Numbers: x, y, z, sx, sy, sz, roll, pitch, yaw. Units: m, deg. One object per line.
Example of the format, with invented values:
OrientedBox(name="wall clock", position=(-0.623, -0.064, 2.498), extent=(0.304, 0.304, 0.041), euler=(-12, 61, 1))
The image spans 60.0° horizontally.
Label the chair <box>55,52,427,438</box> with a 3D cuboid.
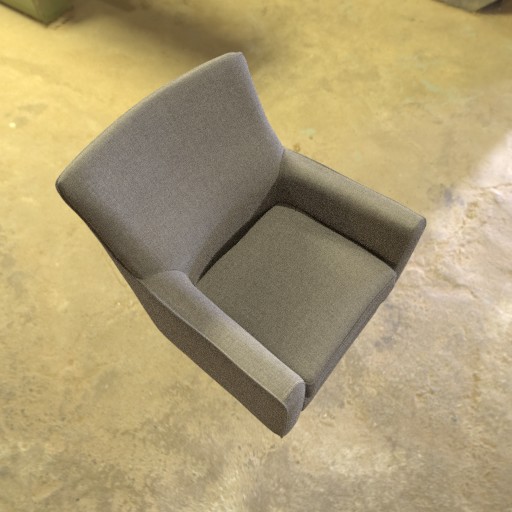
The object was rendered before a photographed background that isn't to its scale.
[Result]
OrientedBox(name="chair", position=(0.000, 0.000, 1.776), extent=(0.993, 1.047, 0.887), euler=(34, 64, 19))
